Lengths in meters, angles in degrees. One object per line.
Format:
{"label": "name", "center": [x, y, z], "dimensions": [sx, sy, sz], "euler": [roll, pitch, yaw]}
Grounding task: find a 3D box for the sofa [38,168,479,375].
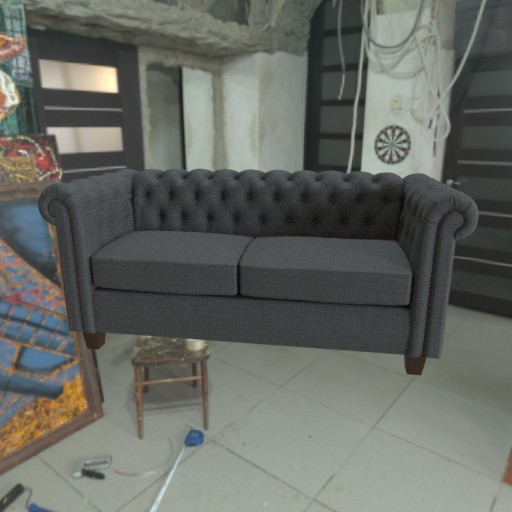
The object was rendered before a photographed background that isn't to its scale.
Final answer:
{"label": "sofa", "center": [0.000, 0.000, 2.207], "dimensions": [1.798, 0.797, 0.783], "euler": [3, 16, 9]}
